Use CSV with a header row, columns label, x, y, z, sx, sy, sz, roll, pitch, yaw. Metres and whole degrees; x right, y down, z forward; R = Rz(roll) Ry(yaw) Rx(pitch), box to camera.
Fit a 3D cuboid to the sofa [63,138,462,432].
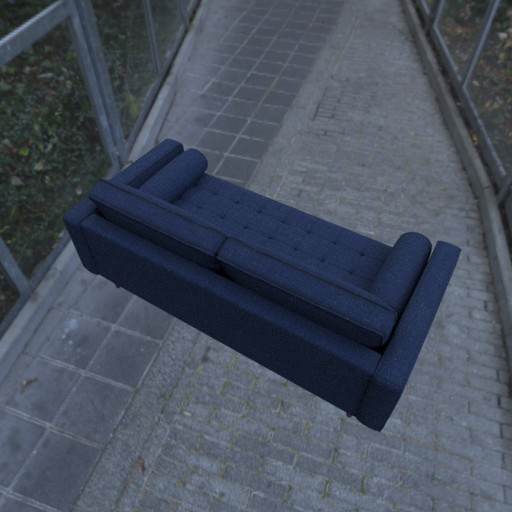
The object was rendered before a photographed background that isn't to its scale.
label,x,y,z,sx,sy,sz,roll,pitch,yaw
sofa,0.000,0.000,2.408,1.880,0.762,0.914,25,52,21
